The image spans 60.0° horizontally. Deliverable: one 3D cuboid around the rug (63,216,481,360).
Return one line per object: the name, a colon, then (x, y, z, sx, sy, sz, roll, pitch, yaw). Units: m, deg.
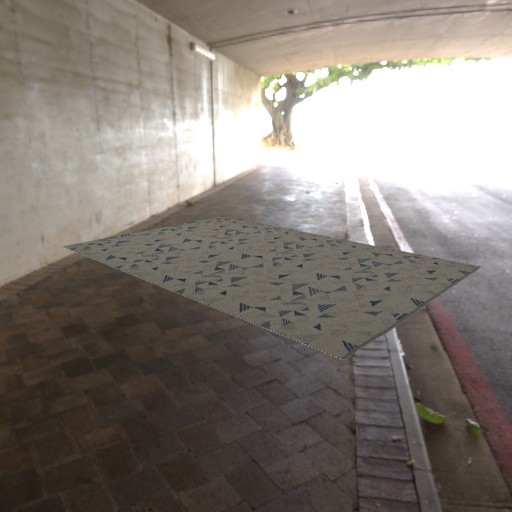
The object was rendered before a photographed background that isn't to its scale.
rug: (0.000, 0.000, 2.293, 1.835, 0.003, 1.206, 15, 22, 41)
